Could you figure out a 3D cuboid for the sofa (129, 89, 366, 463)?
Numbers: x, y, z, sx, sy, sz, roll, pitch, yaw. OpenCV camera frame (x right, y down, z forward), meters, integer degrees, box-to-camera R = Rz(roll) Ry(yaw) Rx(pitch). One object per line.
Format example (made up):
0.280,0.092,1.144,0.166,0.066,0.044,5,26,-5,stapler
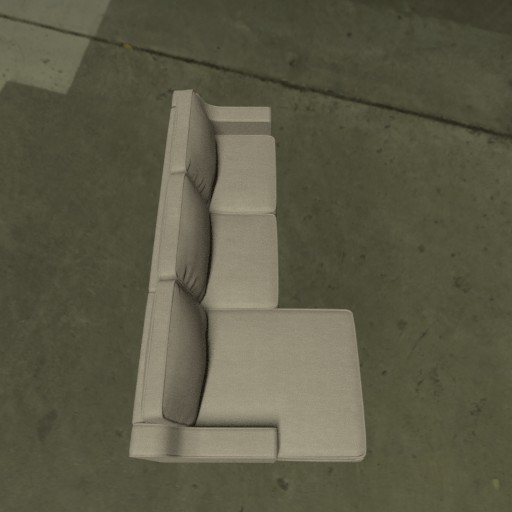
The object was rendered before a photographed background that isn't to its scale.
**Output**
0.000,0.000,3.052,1.294,0.928,2.561,0,63,0,sofa
